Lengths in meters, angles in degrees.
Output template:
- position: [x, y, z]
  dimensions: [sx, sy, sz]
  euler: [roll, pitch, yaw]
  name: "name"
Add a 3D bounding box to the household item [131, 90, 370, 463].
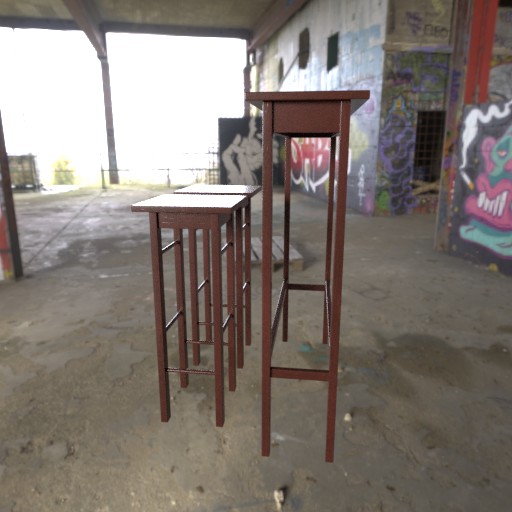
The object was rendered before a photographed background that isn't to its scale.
- position: [0.000, 0.000, 1.673]
  dimensions: [0.676, 1.067, 0.914]
  euler: [2, 14, 8]
  name: "household item"
